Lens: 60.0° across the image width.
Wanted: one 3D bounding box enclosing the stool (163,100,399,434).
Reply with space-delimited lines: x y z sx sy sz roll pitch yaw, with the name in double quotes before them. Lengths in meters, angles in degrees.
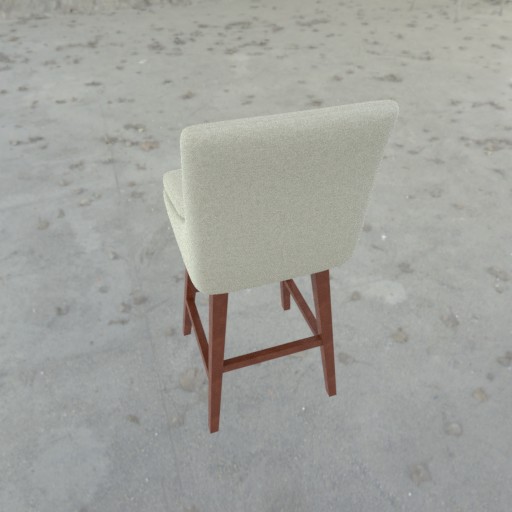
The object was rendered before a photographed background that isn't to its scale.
"stool" 0.000 0.000 1.359 0.470 1.092 0.559 -12 41 -14
